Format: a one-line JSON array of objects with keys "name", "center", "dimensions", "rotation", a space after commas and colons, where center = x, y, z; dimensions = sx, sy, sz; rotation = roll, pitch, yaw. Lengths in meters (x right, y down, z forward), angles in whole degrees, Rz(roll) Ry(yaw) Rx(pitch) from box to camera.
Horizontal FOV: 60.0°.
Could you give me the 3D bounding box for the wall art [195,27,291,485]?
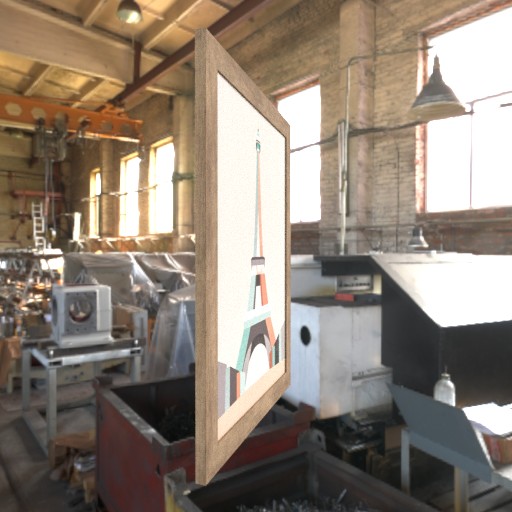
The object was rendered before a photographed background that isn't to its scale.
[{"name": "wall art", "center": [0.000, 0.000, 0.919], "dimensions": [0.018, 0.686, 0.534], "rotation": [0, 1, 18]}]
